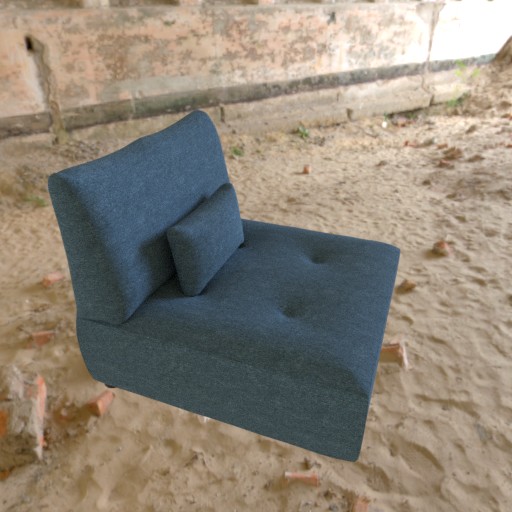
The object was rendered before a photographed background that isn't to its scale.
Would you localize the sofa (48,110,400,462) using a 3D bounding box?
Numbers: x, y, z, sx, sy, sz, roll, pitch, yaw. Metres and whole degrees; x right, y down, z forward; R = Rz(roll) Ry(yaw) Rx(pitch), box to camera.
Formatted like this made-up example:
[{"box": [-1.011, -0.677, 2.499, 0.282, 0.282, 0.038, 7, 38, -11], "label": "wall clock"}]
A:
[{"box": [0.000, 0.000, 1.653, 1.000, 0.820, 0.930, 11, 32, 18], "label": "sofa"}]
